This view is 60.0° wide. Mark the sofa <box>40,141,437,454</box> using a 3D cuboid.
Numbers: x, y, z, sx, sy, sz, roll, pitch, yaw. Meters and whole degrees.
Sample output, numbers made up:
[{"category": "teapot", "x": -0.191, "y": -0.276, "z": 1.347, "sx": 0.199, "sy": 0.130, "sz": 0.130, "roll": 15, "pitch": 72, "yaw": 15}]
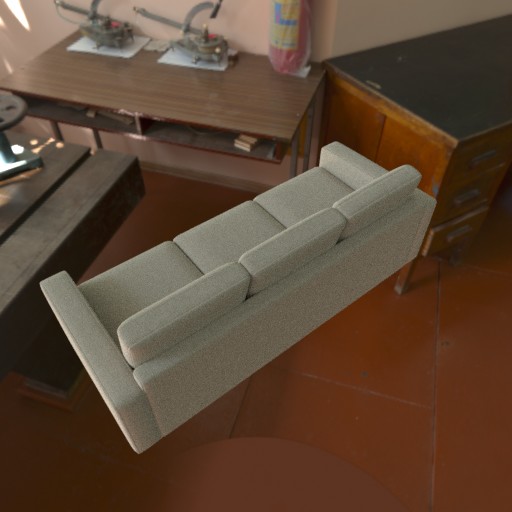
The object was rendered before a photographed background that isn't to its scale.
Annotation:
[{"category": "sofa", "x": 0.000, "y": 0.000, "z": 2.597, "sx": 2.160, "sy": 0.800, "sz": 0.900, "roll": -30, "pitch": 53, "yaw": -25}]
